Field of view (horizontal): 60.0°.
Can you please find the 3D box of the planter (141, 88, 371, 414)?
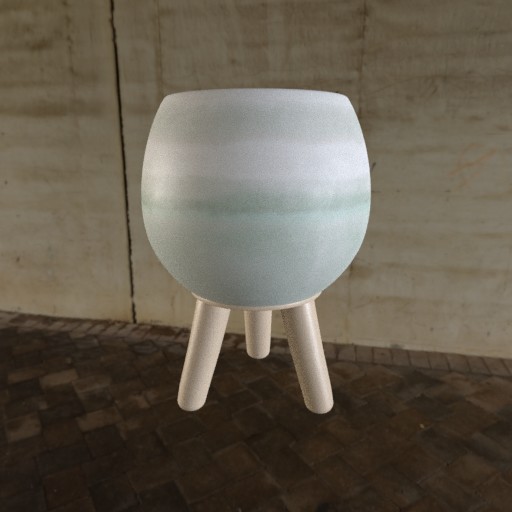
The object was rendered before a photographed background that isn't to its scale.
[{"bbox_3d":[0.000,0.000,0.333,0.161,0.224,0.161,0,15,0],"label":"planter"}]
